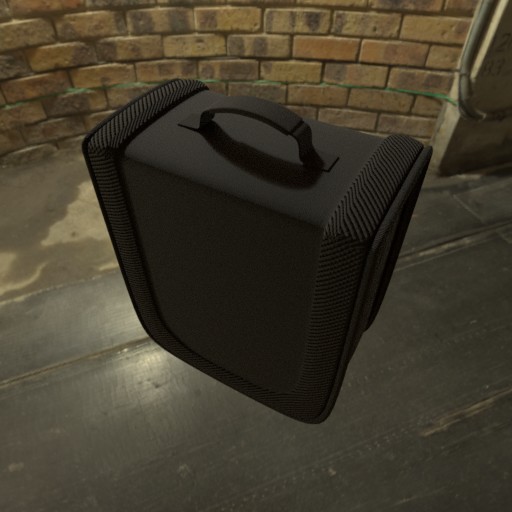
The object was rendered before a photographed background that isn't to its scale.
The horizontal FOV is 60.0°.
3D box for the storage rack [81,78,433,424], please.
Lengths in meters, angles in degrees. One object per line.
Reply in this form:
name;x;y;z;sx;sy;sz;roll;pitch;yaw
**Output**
storage rack;0.000;0.000;0.528;0.297;0.387;0.168;22;50;20
